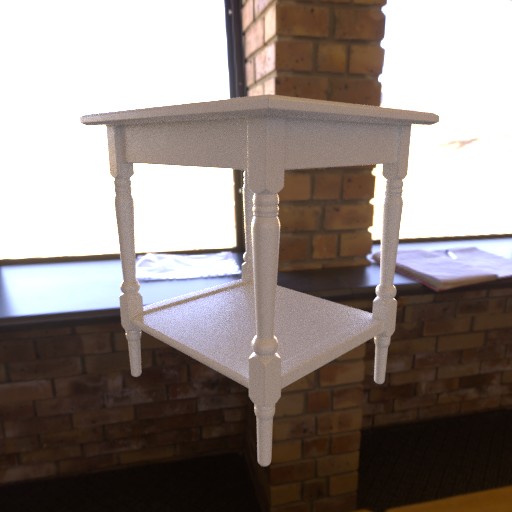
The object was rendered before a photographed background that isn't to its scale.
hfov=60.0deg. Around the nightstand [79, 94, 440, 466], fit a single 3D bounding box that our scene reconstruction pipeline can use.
[{"bbox_3d":[0.000,0.000,0.903,0.459,0.555,0.505,-14,19,-43],"label":"nightstand"}]
